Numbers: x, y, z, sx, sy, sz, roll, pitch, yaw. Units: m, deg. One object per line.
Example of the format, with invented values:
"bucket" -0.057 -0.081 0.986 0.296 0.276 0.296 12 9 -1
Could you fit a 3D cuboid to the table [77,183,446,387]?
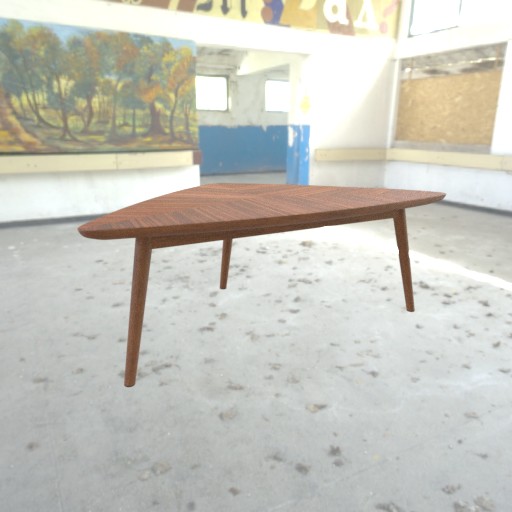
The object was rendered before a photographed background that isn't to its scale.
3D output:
"table" 0.000 0.000 1.309 1.008 0.365 0.601 -9 19 -27
